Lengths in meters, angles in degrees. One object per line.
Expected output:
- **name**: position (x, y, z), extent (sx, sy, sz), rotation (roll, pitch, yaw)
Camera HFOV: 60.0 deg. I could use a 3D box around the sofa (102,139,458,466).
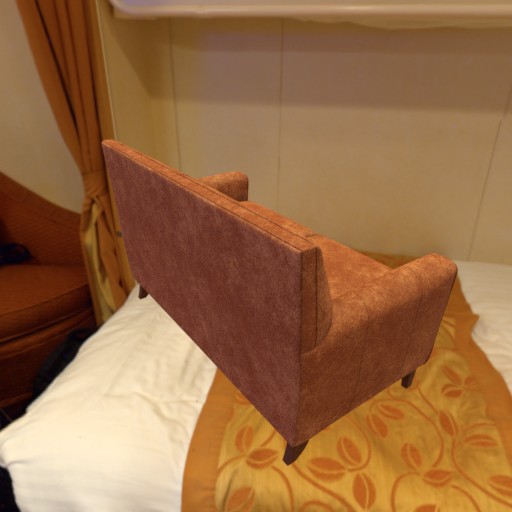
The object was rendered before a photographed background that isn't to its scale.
- **sofa**: position (0.000, 0.000, 1.985), extent (0.787, 0.871, 1.473), rotation (-18, 32, -31)
